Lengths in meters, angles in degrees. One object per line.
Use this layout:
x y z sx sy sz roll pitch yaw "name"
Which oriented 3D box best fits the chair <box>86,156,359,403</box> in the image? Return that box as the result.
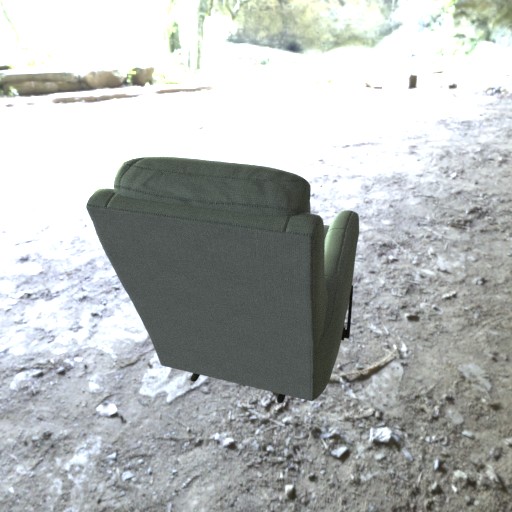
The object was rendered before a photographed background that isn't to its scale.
0.000 0.000 1.834 0.829 1.030 1.080 9 31 15 "chair"
